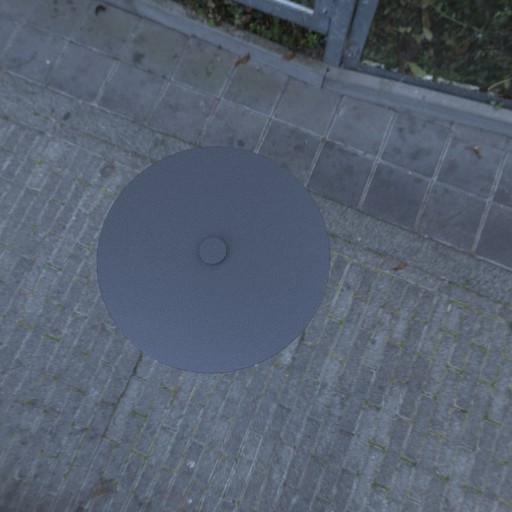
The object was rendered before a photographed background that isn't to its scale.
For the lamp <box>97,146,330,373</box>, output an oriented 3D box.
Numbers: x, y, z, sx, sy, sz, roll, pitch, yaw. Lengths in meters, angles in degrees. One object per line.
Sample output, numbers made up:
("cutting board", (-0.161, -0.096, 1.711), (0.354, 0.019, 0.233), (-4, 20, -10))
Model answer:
("lamp", (0.000, 0.000, 0.685), (0.229, 0.508, 0.369), (35, 79, 8))
